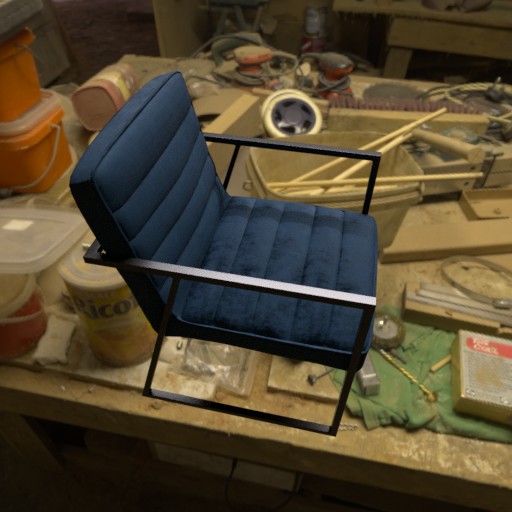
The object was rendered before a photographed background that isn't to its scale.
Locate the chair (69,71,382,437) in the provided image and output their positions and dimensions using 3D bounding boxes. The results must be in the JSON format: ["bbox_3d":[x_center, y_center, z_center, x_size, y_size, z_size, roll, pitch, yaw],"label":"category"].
[{"bbox_3d":[0.000,0.000,1.260,0.677,0.833,0.571,9,46,9],"label":"chair"}]
